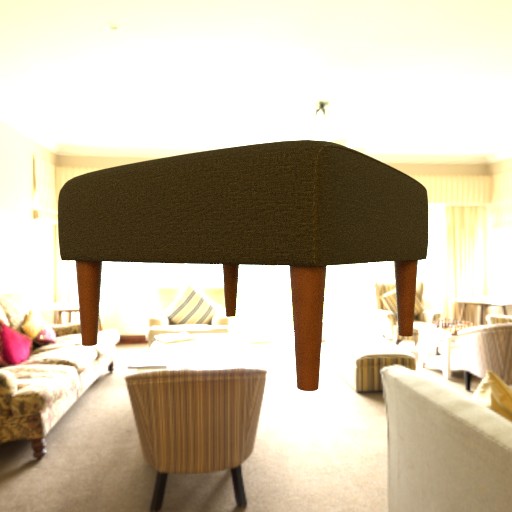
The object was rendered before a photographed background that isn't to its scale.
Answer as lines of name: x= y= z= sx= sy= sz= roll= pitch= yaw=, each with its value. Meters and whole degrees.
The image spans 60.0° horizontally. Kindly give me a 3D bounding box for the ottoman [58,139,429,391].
ottoman: x=0.000 y=0.000 z=1.050 sx=0.650 sy=0.398 sz=0.649 roll=1 pitch=1 yaw=35
